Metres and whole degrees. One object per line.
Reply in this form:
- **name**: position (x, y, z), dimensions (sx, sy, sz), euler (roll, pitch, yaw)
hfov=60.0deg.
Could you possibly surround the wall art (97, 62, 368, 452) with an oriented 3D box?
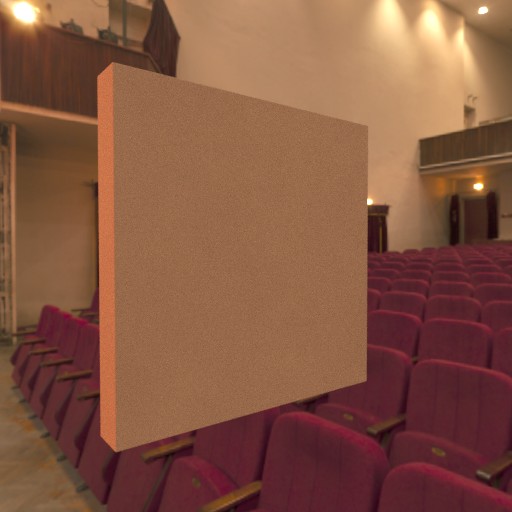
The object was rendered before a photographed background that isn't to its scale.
- **wall art**: position (0.000, 0.000, 0.452), dimensions (0.305, 0.305, 0.038), euler (-1, 2, -37)
